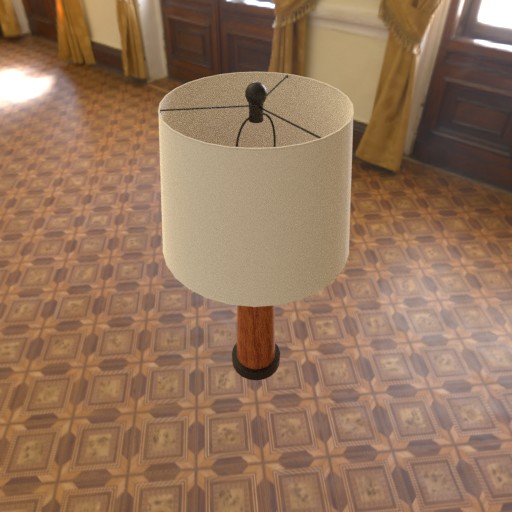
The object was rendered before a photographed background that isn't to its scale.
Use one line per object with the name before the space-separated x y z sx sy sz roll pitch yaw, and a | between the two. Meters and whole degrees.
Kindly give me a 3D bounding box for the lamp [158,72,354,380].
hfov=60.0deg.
lamp | 0.000 0.000 0.864 0.349 0.667 0.349 0 40 0
